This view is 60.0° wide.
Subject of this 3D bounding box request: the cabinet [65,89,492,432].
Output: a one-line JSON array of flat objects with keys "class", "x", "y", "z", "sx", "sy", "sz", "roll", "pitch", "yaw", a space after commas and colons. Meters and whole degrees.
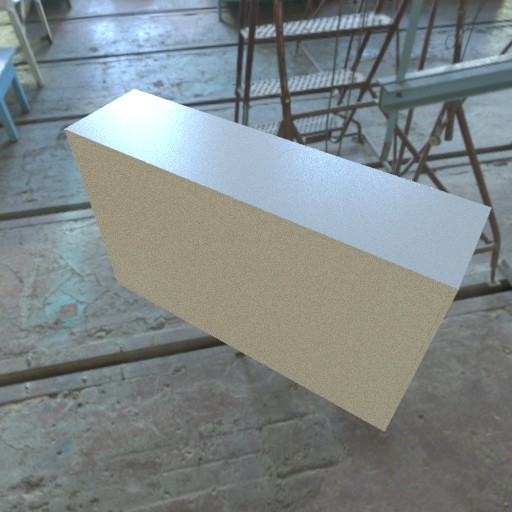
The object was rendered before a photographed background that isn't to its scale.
[{"class": "cabinet", "x": 0.000, "y": 0.000, "z": 1.824, "sx": 1.450, "sy": 0.900, "sz": 0.380, "roll": 24, "pitch": 51, "yaw": 22}]
